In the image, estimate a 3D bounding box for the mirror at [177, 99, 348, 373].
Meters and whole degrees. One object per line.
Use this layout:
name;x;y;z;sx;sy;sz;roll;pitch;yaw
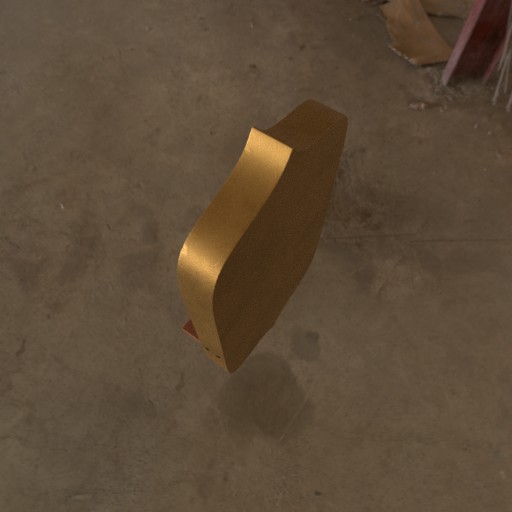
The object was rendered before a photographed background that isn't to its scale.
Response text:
mirror;0.000;0.000;0.751;0.096;0.613;0.323;32;68;15
